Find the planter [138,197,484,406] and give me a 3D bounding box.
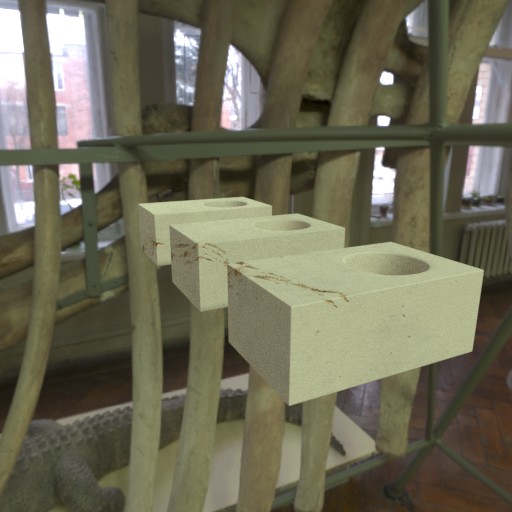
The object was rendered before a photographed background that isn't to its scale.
[{"bbox_3d":[0.000,0.000,0.376,0.127,0.051,0.333,-7,17,-25],"label":"planter"}]
